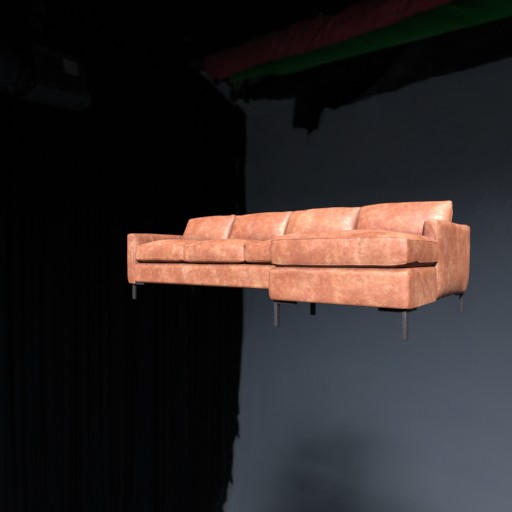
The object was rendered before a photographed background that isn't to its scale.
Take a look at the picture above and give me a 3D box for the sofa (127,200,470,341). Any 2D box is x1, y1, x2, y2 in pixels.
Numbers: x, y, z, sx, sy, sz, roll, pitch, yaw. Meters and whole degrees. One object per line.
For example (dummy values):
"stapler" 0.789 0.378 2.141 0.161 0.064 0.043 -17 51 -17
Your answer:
"sofa" 0.000 0.000 3.663 2.993 0.859 1.471 0 0 36
